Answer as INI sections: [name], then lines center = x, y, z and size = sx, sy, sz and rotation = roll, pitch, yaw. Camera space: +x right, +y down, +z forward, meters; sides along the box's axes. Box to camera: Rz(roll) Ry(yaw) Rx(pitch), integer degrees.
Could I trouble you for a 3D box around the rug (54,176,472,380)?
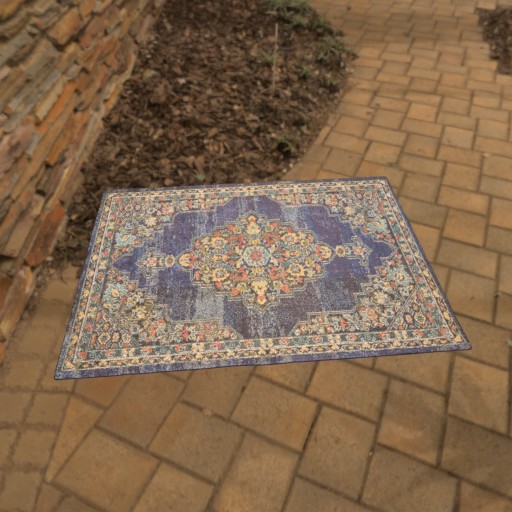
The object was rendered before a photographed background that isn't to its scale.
[rug]
center = 0.000, 0.000, 2.911
size = 2.232, 0.009, 1.630
rotation = -3, 45, -3
